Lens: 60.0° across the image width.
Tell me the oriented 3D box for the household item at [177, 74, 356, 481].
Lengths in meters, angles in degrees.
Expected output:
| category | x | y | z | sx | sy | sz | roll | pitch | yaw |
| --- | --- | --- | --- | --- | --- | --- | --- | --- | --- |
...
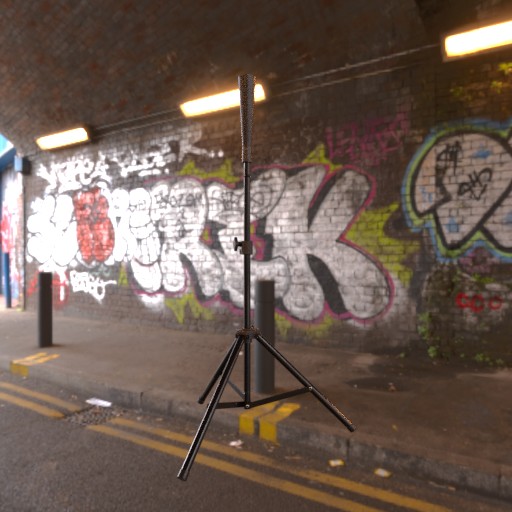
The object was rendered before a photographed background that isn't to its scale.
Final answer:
| category | x | y | z | sx | sy | sz | roll | pitch | yaw |
| --- | --- | --- | --- | --- | --- | --- | --- | --- | --- |
| household item | 0.000 | 0.000 | 1.379 | 0.559 | 1.067 | 0.559 | 0 | 0 | -17 |
